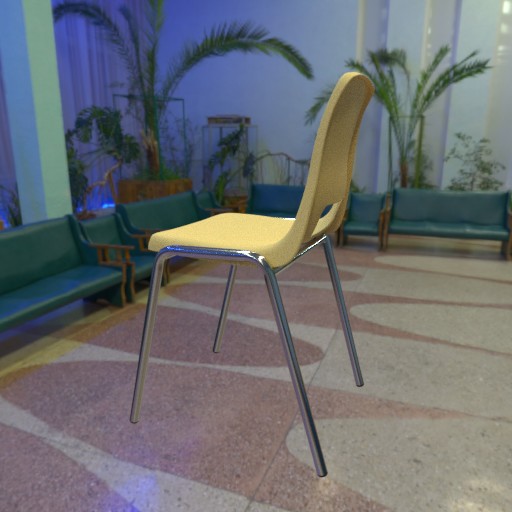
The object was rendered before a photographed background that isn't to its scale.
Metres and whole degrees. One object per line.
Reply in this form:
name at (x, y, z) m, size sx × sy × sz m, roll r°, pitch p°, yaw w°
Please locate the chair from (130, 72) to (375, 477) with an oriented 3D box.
chair at (0.000, 0.000, 0.952) m, size 0.436 × 0.704 × 0.381 m, roll 6°, pitch 16°, yaw 24°
